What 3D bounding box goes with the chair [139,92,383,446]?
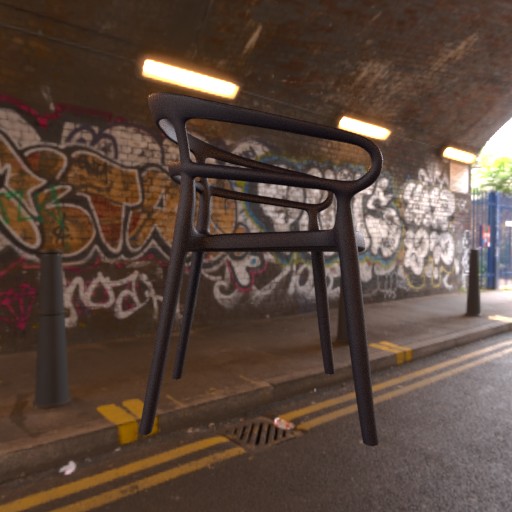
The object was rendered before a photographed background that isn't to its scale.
[{"bbox_3d":[0.000,0.000,1.143,0.527,0.761,0.559,0,1,0],"label":"chair"}]
